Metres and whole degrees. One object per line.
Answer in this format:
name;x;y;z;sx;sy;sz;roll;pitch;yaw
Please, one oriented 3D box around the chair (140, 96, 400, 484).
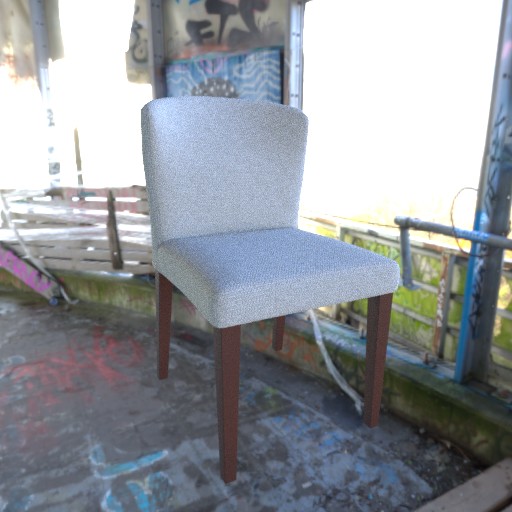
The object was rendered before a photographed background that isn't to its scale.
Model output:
chair;0.000;0.000;1.173;0.491;0.839;0.589;-8;16;-27
